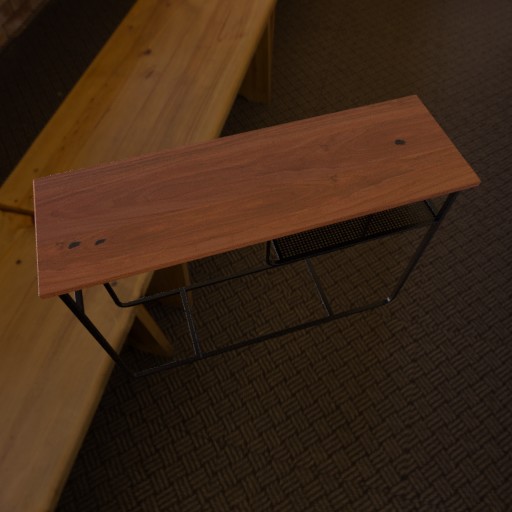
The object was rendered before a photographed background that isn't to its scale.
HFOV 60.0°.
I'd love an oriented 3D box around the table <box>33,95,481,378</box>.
[{"bbox_3d":[0.000,0.000,1.458,1.100,0.750,0.350,-15,60,-9],"label":"table"}]
